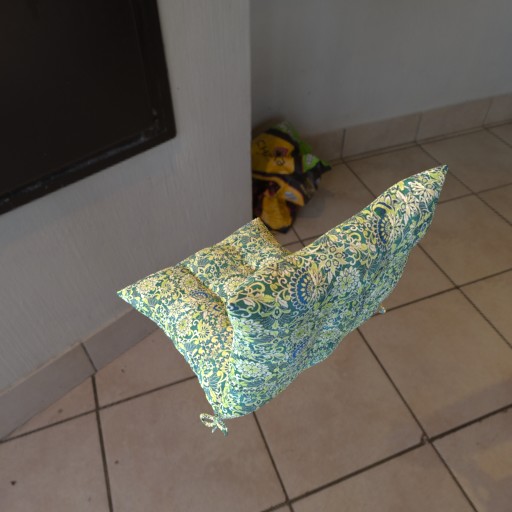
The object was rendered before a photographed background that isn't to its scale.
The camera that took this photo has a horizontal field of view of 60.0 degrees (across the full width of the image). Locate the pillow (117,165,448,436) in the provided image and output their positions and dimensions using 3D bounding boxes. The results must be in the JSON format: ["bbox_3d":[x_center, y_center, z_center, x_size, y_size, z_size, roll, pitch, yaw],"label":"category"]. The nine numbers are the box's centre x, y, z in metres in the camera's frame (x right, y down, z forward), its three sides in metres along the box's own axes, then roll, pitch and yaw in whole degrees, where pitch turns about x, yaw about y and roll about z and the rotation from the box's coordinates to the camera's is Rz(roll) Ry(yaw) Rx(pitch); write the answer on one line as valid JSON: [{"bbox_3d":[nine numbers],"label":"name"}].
[{"bbox_3d":[0.000,0.000,1.008,0.541,0.536,0.585,-31,53,-26],"label":"pillow"}]
